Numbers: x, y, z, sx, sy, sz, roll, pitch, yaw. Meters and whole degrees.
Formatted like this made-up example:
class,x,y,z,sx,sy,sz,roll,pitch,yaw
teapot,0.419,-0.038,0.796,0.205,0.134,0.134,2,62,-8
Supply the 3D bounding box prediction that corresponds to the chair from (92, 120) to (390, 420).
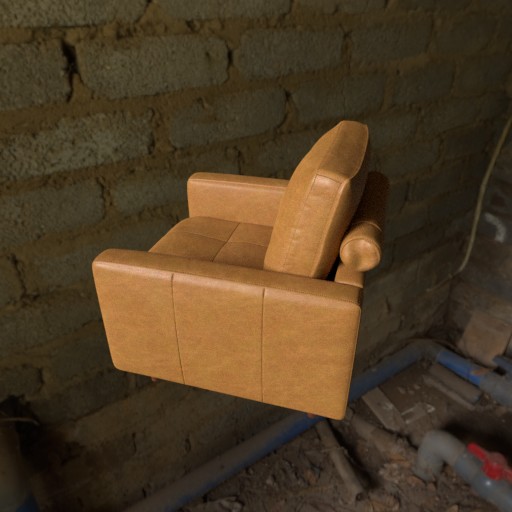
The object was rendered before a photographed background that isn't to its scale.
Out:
class,x,y,z,sx,sy,sz,roll,pitch,yaw
chair,0.000,0.000,1.618,0.868,0.896,0.831,8,32,14
